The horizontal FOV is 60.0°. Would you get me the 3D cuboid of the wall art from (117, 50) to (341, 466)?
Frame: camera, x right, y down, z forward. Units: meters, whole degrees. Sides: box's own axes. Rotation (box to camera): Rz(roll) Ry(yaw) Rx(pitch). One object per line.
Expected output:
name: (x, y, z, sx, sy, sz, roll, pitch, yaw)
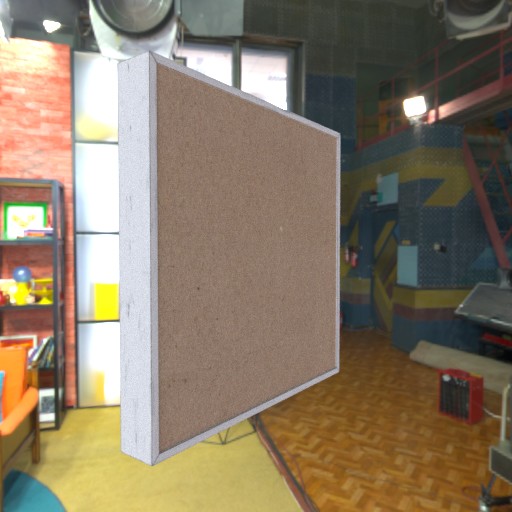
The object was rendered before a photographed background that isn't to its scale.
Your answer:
wall art: (0.000, 0.000, 0.457, 0.038, 0.305, 0.305, 1, 2, 37)
